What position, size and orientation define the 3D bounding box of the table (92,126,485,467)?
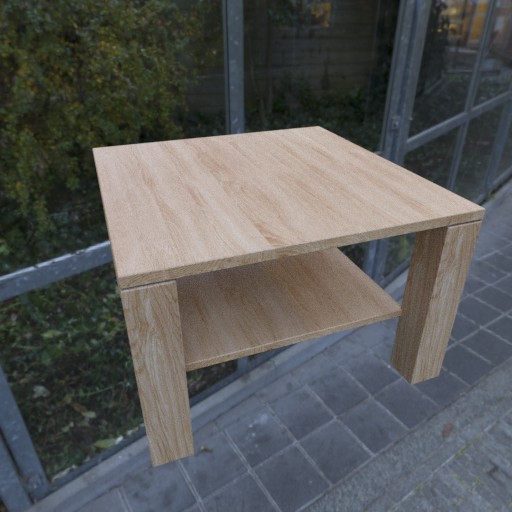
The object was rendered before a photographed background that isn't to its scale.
[{"bbox_3d":[0.000,0.000,1.156,0.700,0.450,0.700,-11,32,-18],"label":"table"}]
